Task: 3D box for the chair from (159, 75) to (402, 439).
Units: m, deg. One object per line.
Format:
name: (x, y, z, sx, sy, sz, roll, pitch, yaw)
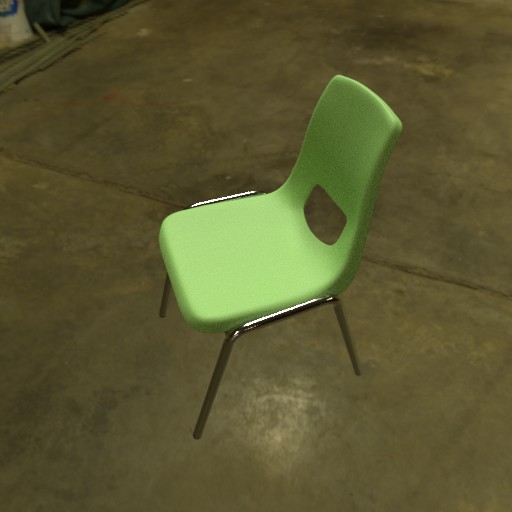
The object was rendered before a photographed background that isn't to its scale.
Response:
chair: (0.000, 0.000, 0.935, 0.436, 0.653, 0.381, -15, 46, -15)
